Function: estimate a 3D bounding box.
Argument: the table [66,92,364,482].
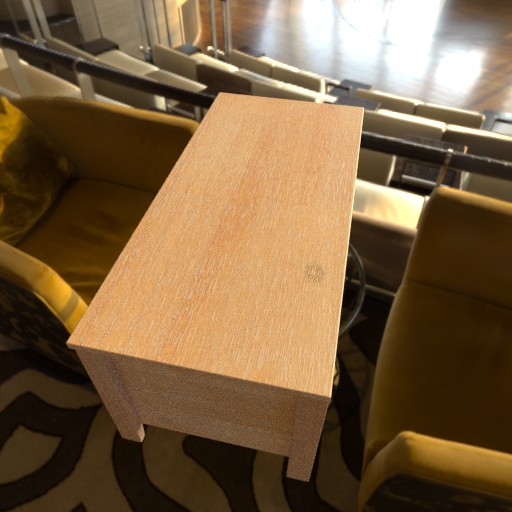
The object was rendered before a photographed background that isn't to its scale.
[{"bbox_3d":[0.000,0.000,1.280,0.483,0.457,1.016,9,47,9],"label":"table"}]
